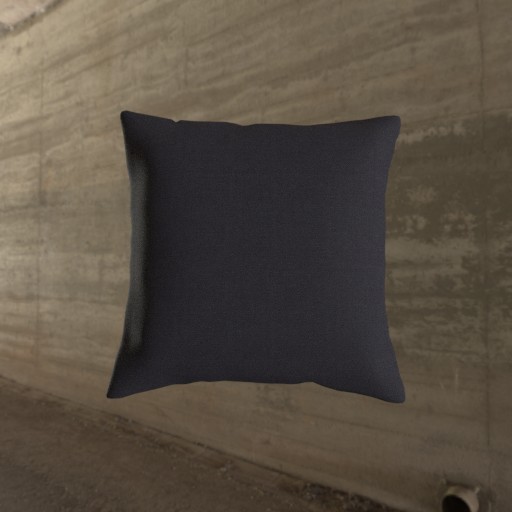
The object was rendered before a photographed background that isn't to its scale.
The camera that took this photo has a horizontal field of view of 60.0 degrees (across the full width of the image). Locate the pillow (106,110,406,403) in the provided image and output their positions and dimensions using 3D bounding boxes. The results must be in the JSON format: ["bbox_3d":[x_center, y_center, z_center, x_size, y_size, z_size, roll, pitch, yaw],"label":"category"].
[{"bbox_3d":[0.000,0.000,0.653,0.436,0.430,0.138,0,-2,0],"label":"pillow"}]
